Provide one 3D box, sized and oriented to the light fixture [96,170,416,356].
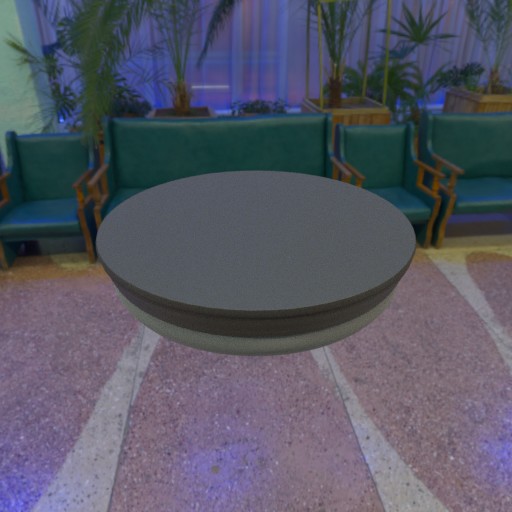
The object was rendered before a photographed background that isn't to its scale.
[{"bbox_3d":[0.000,0.000,0.556,0.368,0.100,0.368,0,29,0],"label":"light fixture"}]
